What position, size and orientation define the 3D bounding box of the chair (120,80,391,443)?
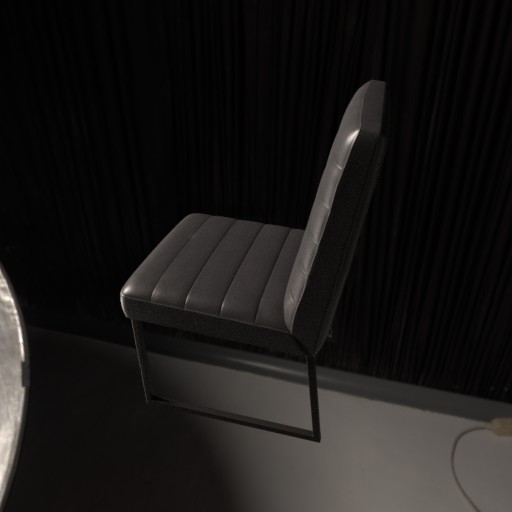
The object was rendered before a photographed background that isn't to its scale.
[{"bbox_3d":[0.000,0.000,1.302,0.634,0.930,0.520,8,32,13],"label":"chair"}]
